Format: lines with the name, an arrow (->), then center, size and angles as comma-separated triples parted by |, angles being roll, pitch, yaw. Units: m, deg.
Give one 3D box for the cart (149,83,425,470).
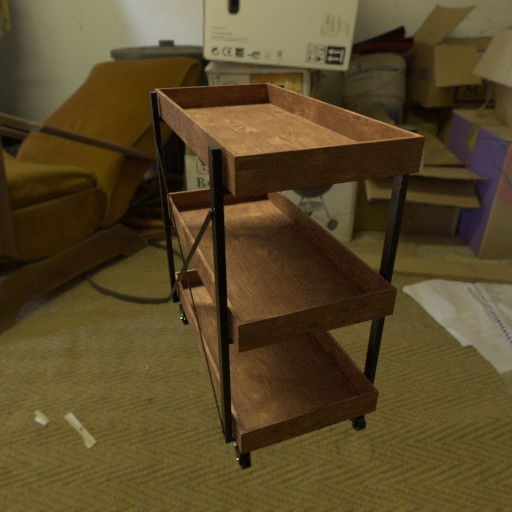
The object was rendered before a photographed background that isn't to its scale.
cart -> 0.000, 0.000, 1.235 | 0.411, 0.800, 0.750 | -10, 30, -18
